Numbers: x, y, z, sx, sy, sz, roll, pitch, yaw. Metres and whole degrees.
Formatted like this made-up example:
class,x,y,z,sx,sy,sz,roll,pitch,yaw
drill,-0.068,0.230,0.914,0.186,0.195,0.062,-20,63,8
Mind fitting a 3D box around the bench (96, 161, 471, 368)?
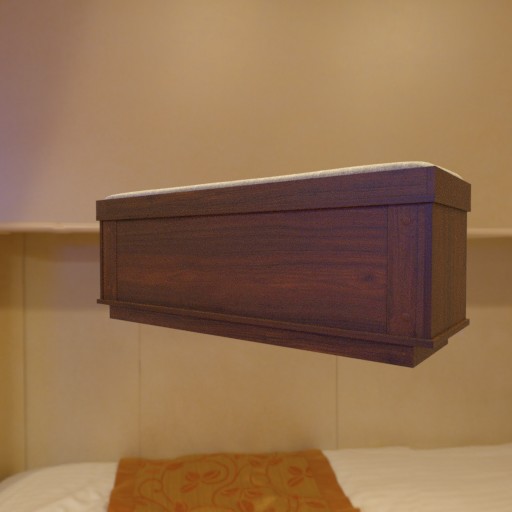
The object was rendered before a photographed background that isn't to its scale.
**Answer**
class,x,y,z,sx,sy,sz,roll,pitch,yaw
bench,0.000,0.000,1.422,1.196,0.468,0.367,1,2,37
